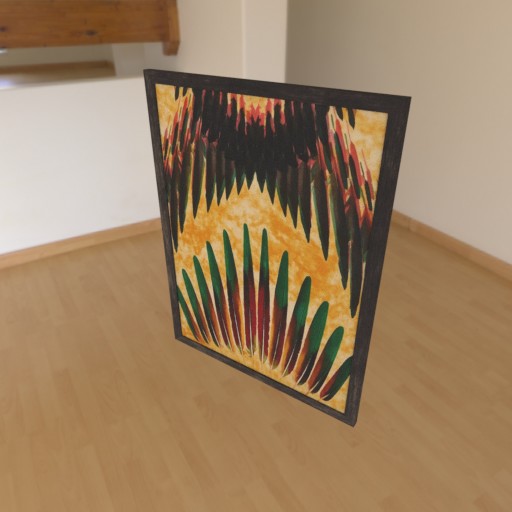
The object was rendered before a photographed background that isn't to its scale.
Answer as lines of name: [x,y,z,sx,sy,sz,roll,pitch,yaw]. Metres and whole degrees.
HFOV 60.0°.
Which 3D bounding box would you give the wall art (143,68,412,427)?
wall art: [0.000,0.000,1.436,0.812,1.066,0.029,19,35,29]
